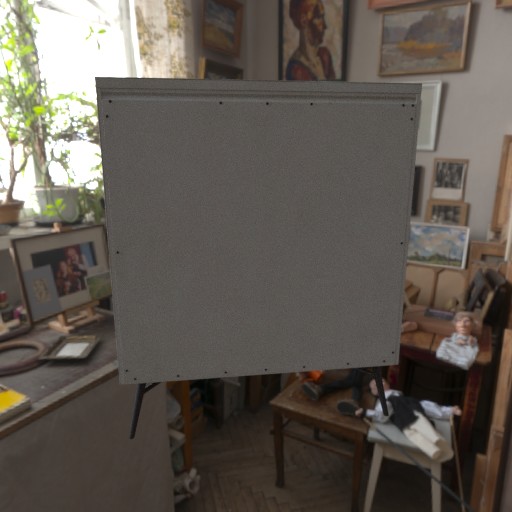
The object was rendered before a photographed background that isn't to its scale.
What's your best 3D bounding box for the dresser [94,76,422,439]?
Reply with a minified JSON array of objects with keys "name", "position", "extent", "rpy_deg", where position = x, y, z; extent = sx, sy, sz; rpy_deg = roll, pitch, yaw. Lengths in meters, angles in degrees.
[{"name":"dresser","position":[0.000,0.000,1.720],"extent":[1.016,1.219,0.457],"rpy_deg":[-2,14,-8]}]
